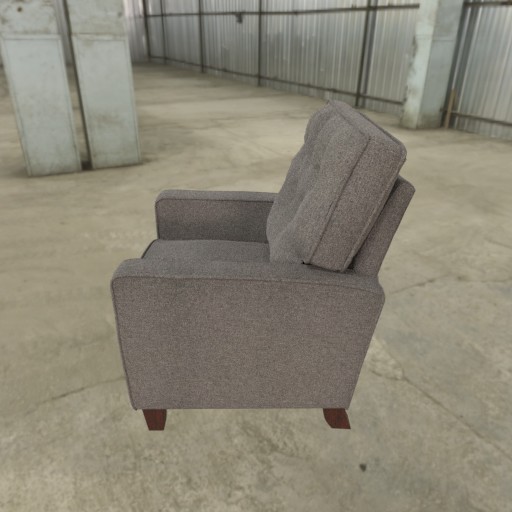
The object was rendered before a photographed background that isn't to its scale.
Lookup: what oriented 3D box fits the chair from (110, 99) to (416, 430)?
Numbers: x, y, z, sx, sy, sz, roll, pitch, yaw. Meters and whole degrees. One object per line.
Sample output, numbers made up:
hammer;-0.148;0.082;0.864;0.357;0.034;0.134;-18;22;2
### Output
chair;0.000;0.000;1.406;0.775;0.889;0.650;0;27;0
